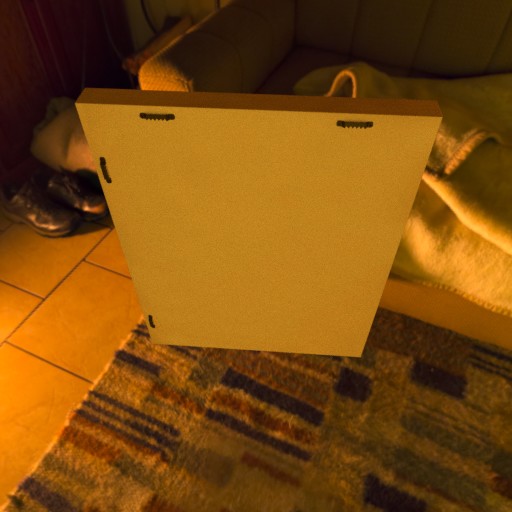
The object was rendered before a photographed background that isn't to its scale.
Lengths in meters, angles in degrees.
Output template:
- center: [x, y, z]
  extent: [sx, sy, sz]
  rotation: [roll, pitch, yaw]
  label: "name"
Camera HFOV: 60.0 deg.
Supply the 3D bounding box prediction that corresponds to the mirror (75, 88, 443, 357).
- center: [0.000, 0.000, 0.684]
  extent: [0.406, 0.509, 0.041]
  rotation: [3, 48, 3]
  label: "mirror"
